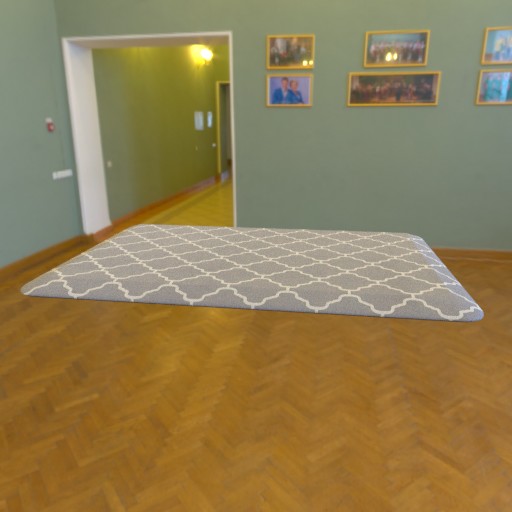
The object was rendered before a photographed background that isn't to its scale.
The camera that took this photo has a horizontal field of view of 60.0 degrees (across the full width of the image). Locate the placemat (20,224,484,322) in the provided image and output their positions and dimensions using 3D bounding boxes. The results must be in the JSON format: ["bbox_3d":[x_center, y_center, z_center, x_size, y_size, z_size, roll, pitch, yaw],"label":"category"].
[{"bbox_3d":[0.000,0.000,0.931,0.762,0.021,0.508,2,17,8],"label":"placemat"}]
